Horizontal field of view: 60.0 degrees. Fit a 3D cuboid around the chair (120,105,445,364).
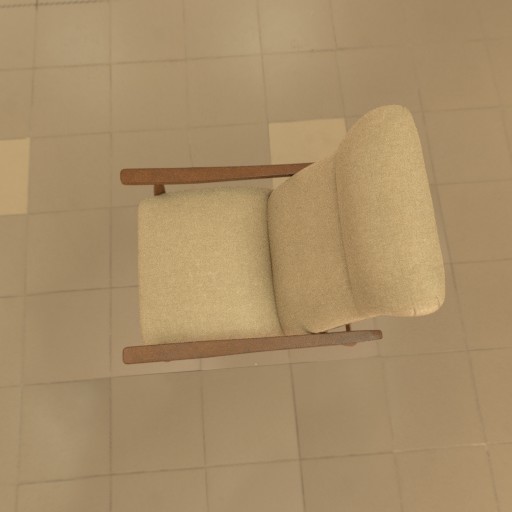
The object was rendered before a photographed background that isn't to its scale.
[{"bbox_3d":[0.000,0.000,1.776,1.030,1.082,0.762,-5,76,-1],"label":"chair"}]
